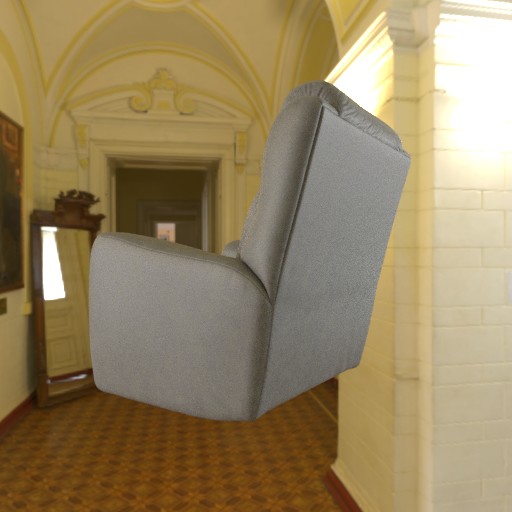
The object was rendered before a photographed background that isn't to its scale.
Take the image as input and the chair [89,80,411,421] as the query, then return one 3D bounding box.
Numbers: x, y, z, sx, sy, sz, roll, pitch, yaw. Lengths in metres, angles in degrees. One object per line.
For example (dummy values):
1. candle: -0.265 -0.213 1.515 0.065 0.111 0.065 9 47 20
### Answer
1. chair: 0.000 0.000 1.882 1.068 1.116 0.965 0 0 36
